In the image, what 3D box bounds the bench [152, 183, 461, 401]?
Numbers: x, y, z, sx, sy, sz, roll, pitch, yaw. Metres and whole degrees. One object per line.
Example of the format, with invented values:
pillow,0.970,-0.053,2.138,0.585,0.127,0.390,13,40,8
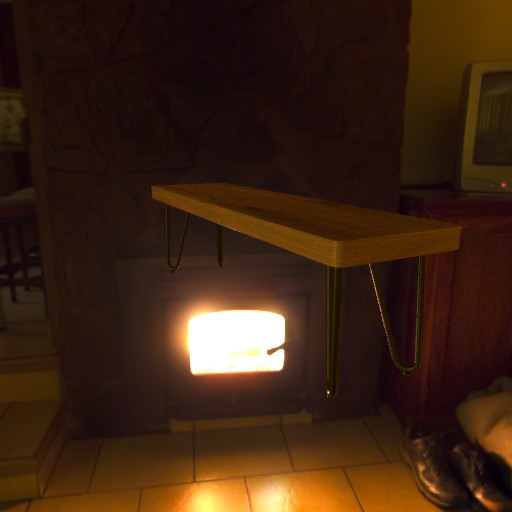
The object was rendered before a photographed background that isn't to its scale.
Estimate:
bench,0.000,0.000,1.807,0.425,0.462,1.570,-7,16,-27
